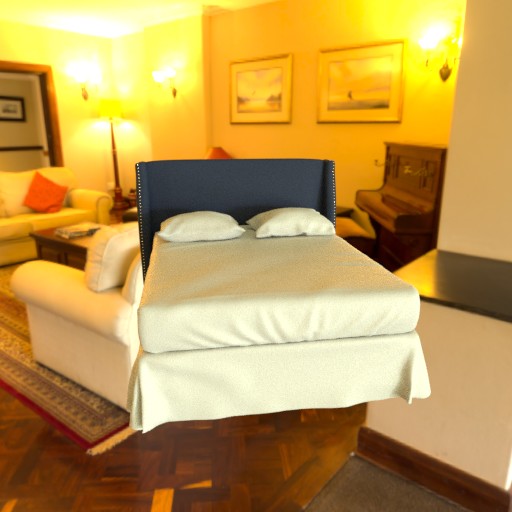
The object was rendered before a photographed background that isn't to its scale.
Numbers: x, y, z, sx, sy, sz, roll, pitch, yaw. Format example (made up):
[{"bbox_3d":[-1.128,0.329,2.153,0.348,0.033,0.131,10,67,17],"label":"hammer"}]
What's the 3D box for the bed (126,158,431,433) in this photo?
[{"bbox_3d":[0.000,0.000,3.425,1.925,1.332,2.276,-3,16,-9],"label":"bed"}]
